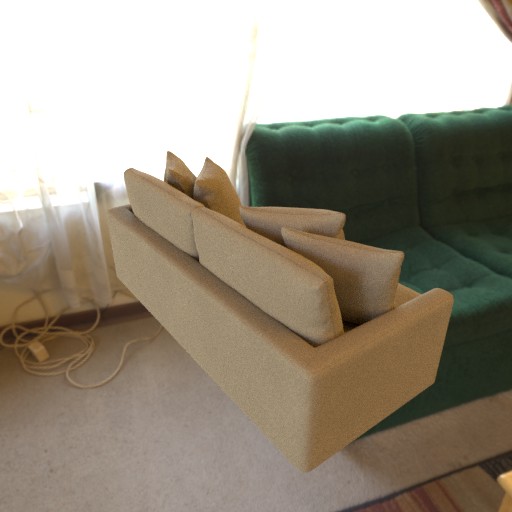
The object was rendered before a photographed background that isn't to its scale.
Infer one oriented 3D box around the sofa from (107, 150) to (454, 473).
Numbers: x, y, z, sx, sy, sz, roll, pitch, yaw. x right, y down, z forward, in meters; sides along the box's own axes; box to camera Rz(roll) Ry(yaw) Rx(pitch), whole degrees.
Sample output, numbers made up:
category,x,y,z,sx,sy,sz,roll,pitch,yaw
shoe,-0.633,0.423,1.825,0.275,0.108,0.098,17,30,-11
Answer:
category,x,y,z,sx,sy,sz,roll,pitch,yaw
sofa,0.000,0.000,3.022,1.228,1.084,2.380,-19,32,-32
